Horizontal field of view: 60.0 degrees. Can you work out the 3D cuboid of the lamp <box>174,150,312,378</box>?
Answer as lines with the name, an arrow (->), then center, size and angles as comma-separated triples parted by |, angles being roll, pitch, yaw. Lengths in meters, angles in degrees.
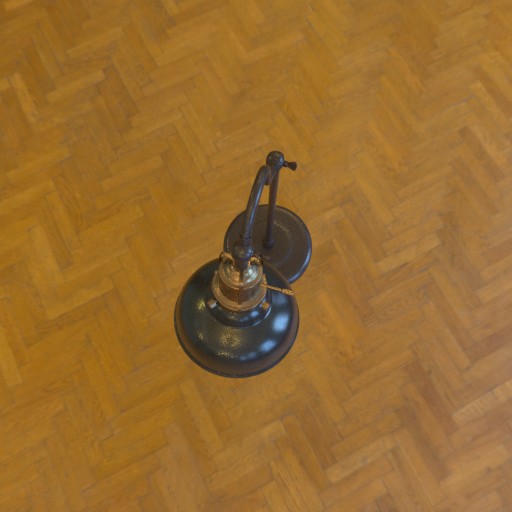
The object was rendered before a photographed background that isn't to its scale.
lamp -> 0.000, 0.000, 0.690 | 0.192, 0.508, 0.374 | 16, 76, 4
